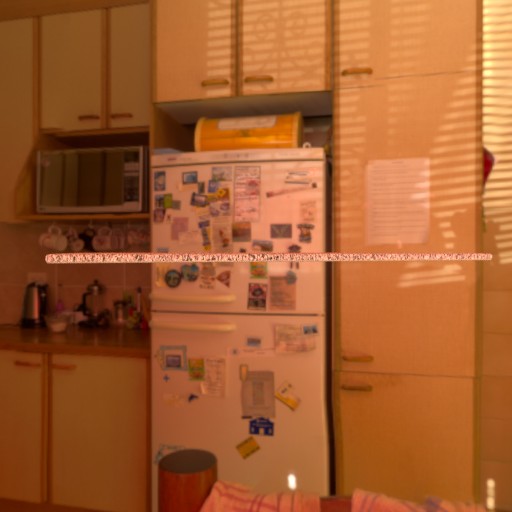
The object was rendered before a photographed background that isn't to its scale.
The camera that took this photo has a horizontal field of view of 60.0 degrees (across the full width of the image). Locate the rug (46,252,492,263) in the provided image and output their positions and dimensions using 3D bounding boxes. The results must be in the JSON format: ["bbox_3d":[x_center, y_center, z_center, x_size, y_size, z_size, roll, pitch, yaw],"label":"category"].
[{"bbox_3d":[0.000,0.000,2.230,1.778,0.030,1.219,0,1,-18],"label":"rug"}]
